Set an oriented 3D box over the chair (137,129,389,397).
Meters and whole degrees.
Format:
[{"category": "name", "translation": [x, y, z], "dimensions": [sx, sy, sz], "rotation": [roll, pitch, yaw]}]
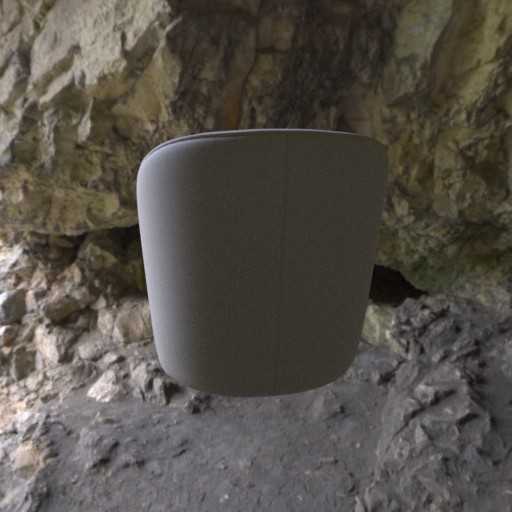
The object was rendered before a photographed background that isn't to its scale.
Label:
[{"category": "chair", "translation": [0.000, 0.000, 1.489], "dimensions": [0.747, 0.799, 0.875], "rotation": [-2, 15, -9]}]
